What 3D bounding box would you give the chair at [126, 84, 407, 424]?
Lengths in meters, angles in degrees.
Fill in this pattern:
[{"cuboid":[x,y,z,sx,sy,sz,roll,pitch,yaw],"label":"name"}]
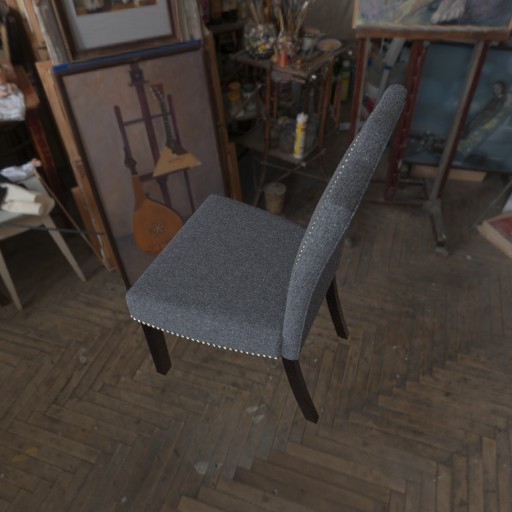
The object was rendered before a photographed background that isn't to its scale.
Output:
[{"cuboid":[0.000,0.000,1.270,0.589,0.946,0.518,18,49,17],"label":"chair"}]
